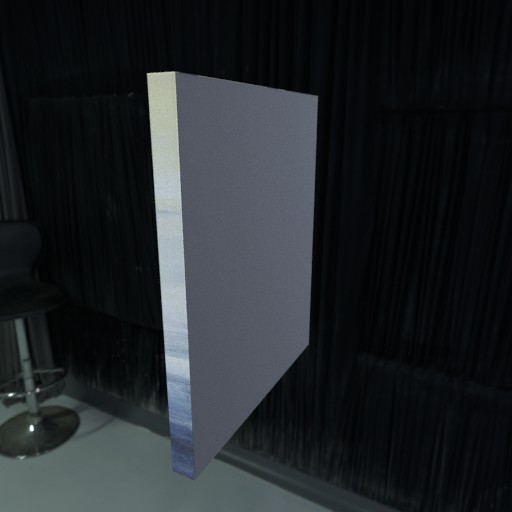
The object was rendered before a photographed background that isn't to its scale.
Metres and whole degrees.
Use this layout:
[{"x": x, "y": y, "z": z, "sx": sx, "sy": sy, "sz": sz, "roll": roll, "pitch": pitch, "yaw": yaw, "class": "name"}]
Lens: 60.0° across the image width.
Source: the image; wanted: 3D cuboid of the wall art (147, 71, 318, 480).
[{"x": 0.000, "y": 0.000, "z": 0.718, "sx": 0.037, "sy": 0.511, "sz": 0.435, "roll": 8, "pitch": 18, "yaw": 26, "class": "wall art"}]
